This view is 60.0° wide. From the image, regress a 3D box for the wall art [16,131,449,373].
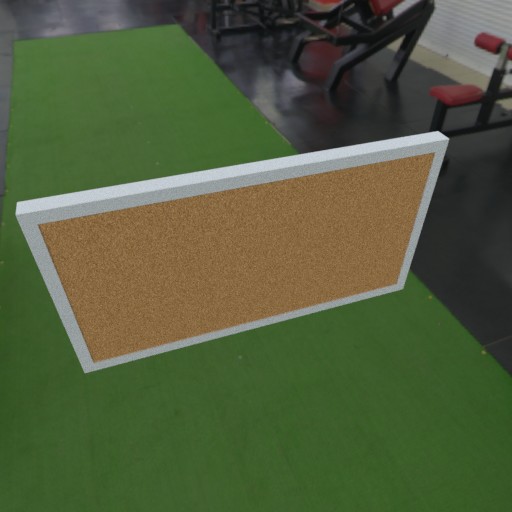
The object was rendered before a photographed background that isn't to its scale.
[{"bbox_3d":[0.000,0.000,0.951,0.812,0.431,0.038,-13,43,-14],"label":"wall art"}]
